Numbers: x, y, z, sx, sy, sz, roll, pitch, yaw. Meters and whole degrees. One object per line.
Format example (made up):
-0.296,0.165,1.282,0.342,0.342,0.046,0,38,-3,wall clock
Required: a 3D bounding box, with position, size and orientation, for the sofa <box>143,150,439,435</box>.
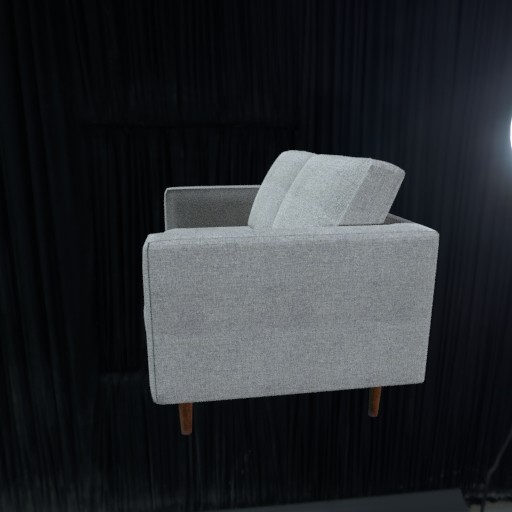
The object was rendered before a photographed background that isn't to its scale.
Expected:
0.000,0.000,2.146,0.969,0.973,1.527,-2,15,-8,sofa
